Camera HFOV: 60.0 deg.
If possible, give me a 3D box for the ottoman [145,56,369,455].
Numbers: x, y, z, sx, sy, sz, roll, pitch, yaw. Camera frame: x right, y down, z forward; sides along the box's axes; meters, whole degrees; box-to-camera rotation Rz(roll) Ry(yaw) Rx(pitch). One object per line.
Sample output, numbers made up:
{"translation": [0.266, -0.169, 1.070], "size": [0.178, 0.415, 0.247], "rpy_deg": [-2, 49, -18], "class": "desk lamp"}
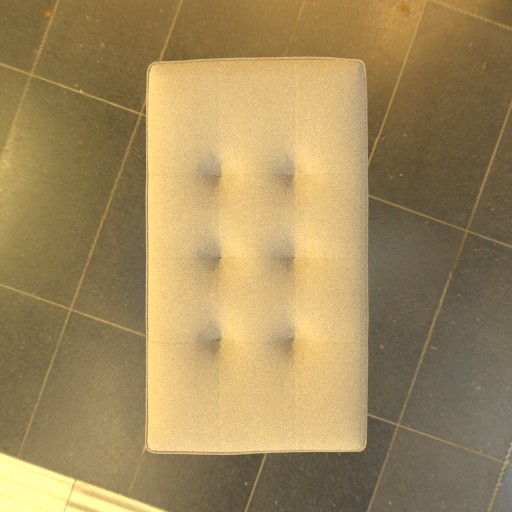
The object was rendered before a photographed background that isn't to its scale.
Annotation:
{"translation": [0.000, 0.000, 1.464], "size": [0.648, 0.508, 1.143], "rpy_deg": [0, 90, -1], "class": "ottoman"}
